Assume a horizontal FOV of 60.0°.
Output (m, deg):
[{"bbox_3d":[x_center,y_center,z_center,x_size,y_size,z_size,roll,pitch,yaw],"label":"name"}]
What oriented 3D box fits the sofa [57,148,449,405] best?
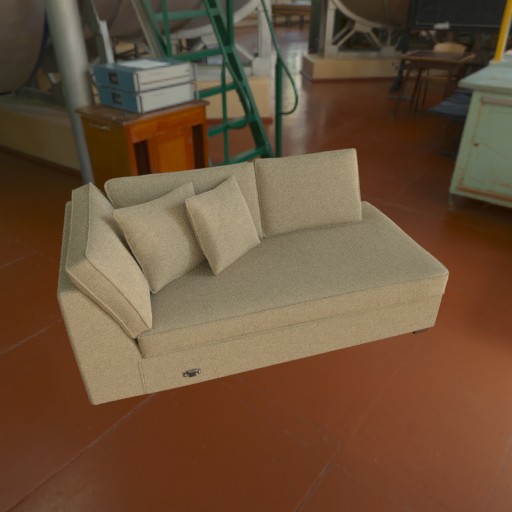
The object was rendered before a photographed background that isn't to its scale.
[{"bbox_3d":[0.000,0.000,2.871,2.237,1.033,1.110,-10,33,-15],"label":"sofa"}]
